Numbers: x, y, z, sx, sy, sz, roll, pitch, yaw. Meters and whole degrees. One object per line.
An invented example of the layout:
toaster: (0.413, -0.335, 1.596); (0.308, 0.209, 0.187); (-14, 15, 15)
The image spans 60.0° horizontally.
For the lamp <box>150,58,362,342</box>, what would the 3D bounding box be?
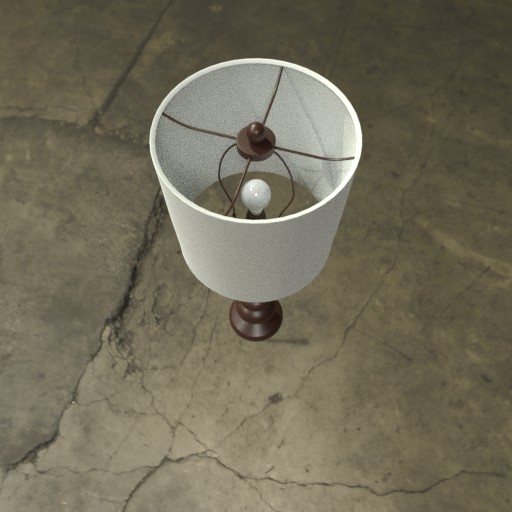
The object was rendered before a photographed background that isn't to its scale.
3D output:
lamp: (0.000, 0.000, 0.827); (0.254, 0.690, 0.254); (15, 65, 7)
